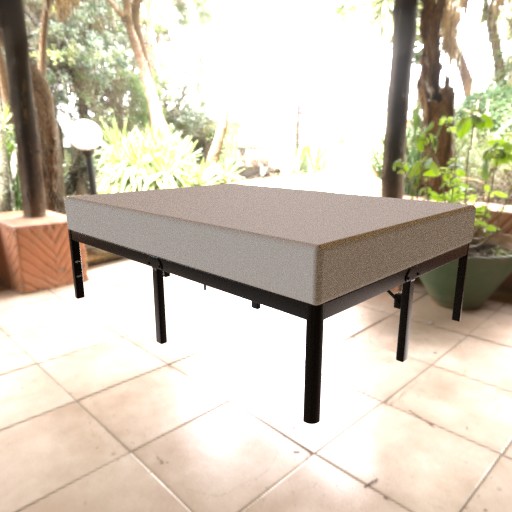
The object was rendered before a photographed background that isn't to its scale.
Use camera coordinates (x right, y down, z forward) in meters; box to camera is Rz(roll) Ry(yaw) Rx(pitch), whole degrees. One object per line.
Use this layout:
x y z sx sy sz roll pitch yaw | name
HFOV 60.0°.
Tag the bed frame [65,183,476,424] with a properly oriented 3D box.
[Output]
0.000 0.000 2.634 1.956 0.659 1.408 14 20 43 | bed frame
